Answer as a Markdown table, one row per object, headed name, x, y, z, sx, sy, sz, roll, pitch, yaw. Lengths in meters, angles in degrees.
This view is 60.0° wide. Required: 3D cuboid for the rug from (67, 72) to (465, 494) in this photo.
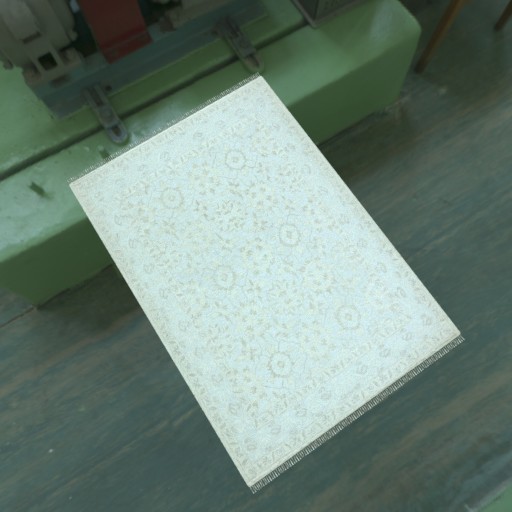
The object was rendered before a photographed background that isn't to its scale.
| name | x | y | z | sx | sy | sz | roll | pitch | yaw |
| --- | --- | --- | --- | --- | --- | --- | --- | --- | --- |
| rug | 0.000 | 0.000 | 2.776 | 1.514 | 0.011 | 2.233 | -32 | 77 | -8 |
